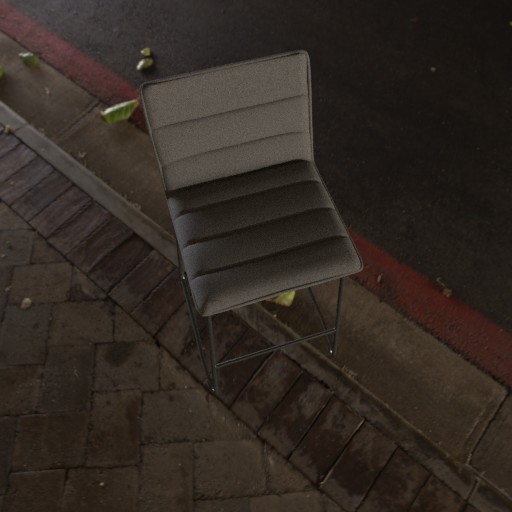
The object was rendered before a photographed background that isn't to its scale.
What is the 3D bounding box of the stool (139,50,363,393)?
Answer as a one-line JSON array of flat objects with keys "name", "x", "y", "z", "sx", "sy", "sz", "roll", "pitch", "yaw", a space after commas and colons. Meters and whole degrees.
[{"name": "stool", "x": 0.000, "y": 0.000, "z": 1.282, "sx": 0.490, "sy": 0.960, "sz": 0.490, "roll": -15, "pitch": 63, "yaw": -8}]
